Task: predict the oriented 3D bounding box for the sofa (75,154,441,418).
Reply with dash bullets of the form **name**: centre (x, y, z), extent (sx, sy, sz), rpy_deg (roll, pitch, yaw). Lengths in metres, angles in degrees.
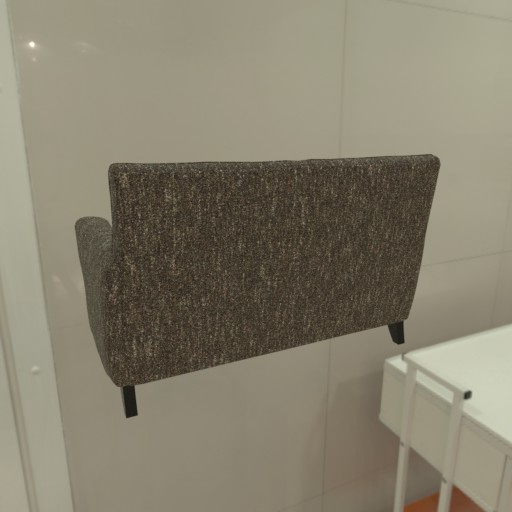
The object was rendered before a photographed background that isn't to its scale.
- **sofa**: centre (0.000, 0.000, 2.108), extent (1.519, 0.946, 0.801), rpy_deg (-7, 17, -26)
